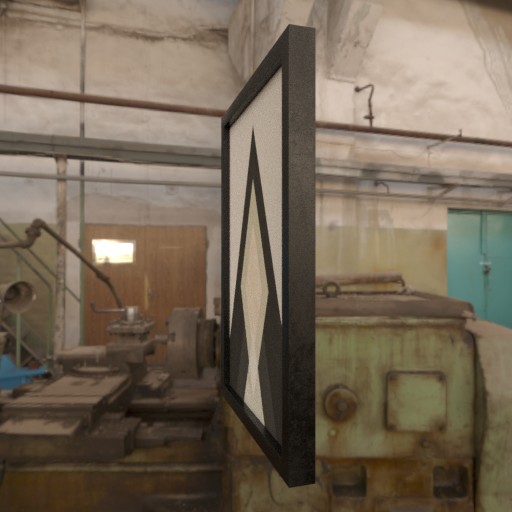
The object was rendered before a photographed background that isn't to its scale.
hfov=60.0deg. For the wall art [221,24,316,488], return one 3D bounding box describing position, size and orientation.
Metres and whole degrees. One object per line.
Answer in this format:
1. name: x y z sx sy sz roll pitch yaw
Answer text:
1. wall art: 0.000 0.000 0.590 0.031 0.457 0.313 0 0 -17
